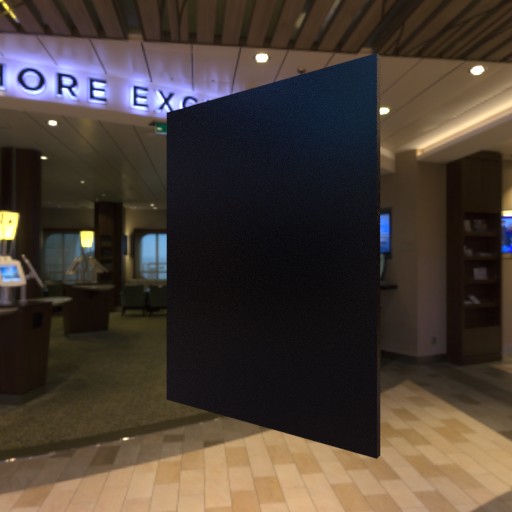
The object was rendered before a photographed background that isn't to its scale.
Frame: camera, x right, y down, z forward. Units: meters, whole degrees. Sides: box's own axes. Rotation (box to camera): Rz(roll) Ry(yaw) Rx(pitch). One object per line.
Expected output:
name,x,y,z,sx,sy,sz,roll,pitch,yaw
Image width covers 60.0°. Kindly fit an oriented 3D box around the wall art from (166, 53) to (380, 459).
wall art,0.000,0.000,0.773,0.442,0.582,0.013,0,0,37
